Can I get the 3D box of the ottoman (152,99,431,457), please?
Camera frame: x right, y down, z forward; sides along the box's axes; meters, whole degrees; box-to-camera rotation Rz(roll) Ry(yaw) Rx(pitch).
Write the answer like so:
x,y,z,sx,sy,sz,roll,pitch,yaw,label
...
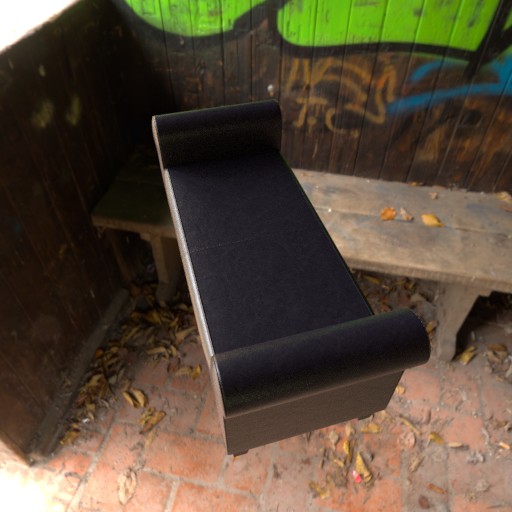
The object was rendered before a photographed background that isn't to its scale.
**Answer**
x,y,z,sx,sy,sz,roll,pitch,yaw,label
0.000,0.000,1.572,0.521,0.547,1.256,-12,48,-11,ottoman
